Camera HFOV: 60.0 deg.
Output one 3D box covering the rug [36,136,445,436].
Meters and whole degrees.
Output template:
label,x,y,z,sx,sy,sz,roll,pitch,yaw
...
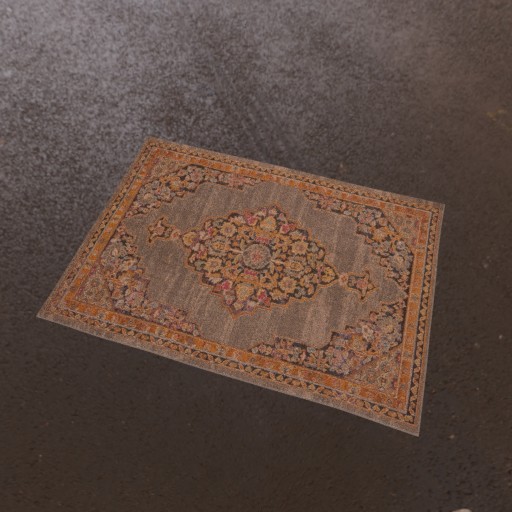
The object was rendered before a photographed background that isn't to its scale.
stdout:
label,x,y,z,sx,sy,sz,roll,pitch,yaw
rug,0.000,0.000,3.673,2.901,0.026,2.043,15,60,9
